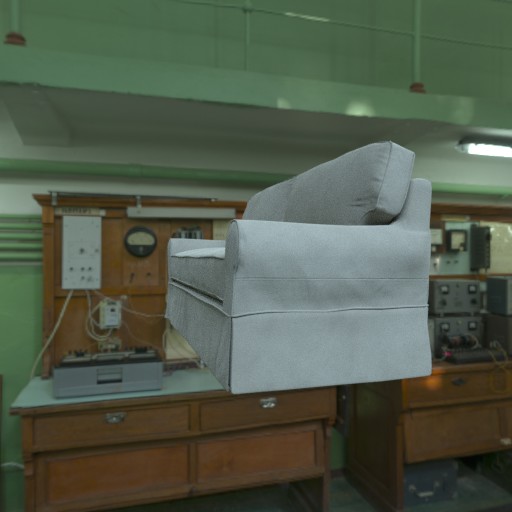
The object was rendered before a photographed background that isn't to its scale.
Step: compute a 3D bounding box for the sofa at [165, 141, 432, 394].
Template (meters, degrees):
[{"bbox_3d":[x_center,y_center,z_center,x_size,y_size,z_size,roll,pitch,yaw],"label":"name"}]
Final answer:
[{"bbox_3d":[0.000,0.000,2.727,0.900,1.014,2.246,0,0,-17],"label":"sofa"}]
